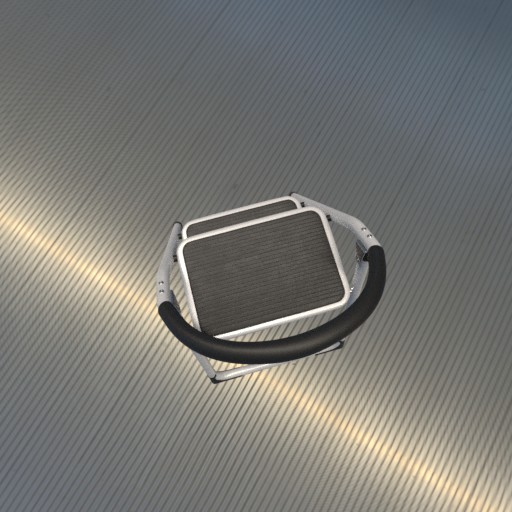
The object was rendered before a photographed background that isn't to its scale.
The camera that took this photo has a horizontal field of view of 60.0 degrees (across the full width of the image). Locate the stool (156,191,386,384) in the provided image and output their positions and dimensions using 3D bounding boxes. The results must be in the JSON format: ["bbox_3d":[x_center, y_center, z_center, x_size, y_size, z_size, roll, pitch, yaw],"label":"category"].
[{"bbox_3d":[0.000,0.000,1.126,0.453,0.760,0.559,-15,76,-4],"label":"stool"}]
